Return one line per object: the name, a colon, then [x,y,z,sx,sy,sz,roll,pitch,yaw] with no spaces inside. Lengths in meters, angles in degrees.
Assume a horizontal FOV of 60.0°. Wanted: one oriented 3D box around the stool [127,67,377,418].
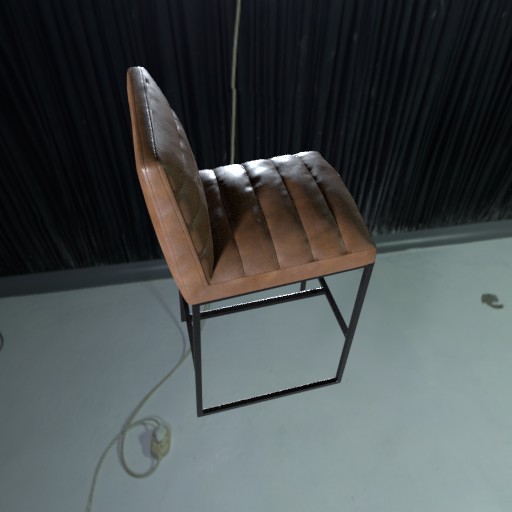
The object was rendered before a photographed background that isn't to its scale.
stool: [0.000,0.000,1.366,0.562,1.065,0.463,-10,47,-10]
